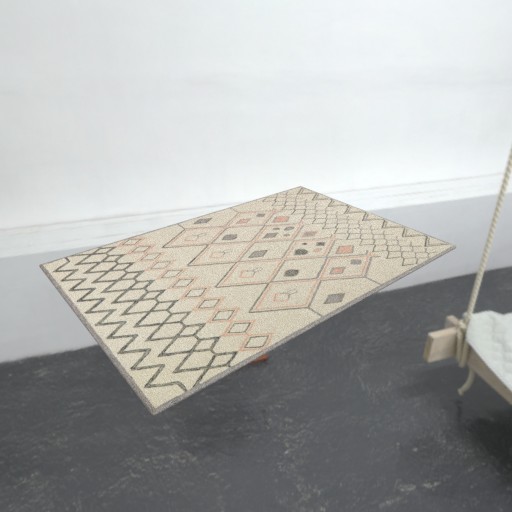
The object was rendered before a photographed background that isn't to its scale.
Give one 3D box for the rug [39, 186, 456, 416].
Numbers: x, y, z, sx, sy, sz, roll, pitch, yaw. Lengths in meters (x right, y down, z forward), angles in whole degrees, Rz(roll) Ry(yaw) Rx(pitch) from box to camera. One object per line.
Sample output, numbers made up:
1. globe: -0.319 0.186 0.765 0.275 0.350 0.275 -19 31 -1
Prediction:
1. rug: 0.000 0.000 2.324 1.829 0.016 1.219 -21 35 -33
